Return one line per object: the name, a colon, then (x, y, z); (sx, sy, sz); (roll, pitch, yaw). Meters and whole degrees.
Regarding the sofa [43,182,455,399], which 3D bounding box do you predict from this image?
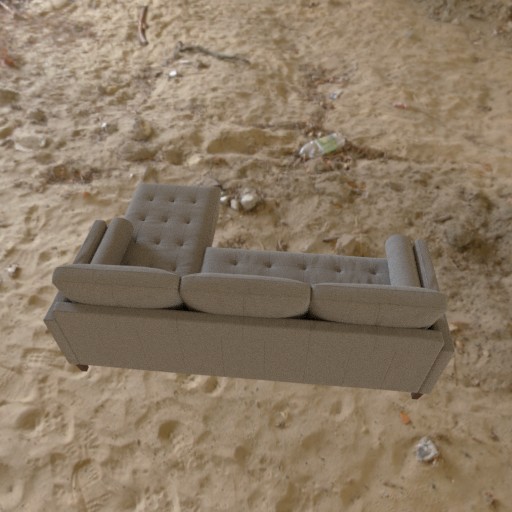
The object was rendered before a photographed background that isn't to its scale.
sofa: (0.000, 0.000, 2.943); (2.178, 0.875, 1.506); (4, 46, 4)
